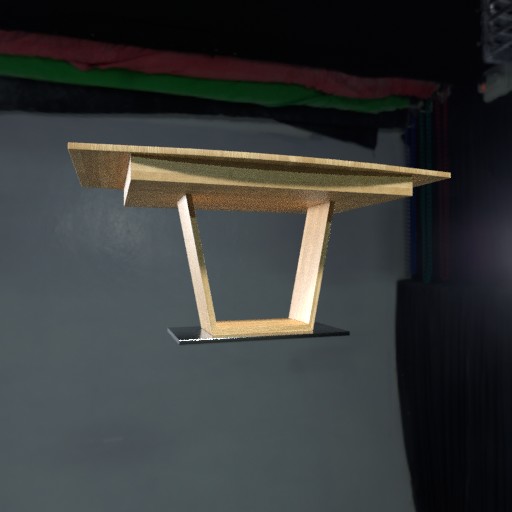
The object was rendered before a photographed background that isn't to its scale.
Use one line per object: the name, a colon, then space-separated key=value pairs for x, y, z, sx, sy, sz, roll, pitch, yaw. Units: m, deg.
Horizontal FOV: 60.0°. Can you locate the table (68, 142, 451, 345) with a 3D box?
table: x=0.000 y=0.000 z=2.113 sx=1.598 sy=0.748 sz=0.900 roll=0 pitch=-1 yaw=-18
